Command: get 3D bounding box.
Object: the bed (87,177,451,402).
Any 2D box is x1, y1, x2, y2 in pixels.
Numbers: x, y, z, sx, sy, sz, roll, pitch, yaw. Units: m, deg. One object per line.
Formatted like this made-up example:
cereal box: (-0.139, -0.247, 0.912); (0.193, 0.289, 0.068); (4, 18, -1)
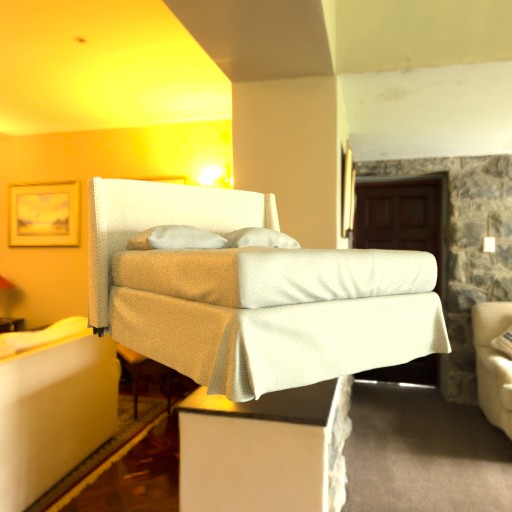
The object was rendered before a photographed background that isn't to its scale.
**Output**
bed: (0.000, 0.000, 3.383); (1.925, 1.332, 2.276); (0, 1, -35)
